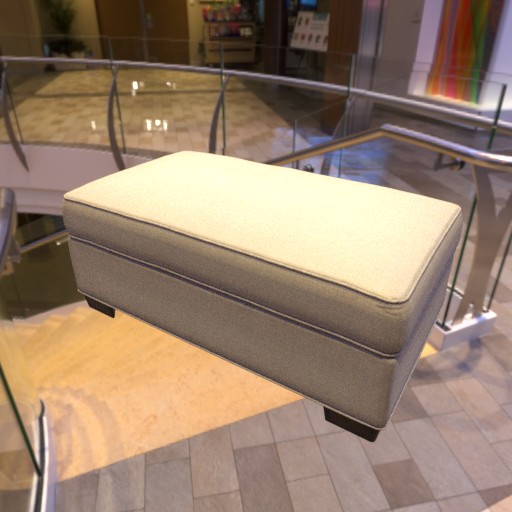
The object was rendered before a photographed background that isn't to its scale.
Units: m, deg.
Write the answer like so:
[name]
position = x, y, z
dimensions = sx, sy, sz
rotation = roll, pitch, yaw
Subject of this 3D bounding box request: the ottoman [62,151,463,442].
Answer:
[ottoman]
position = 0.000, 0.000, 1.426
dimensions = 1.097, 0.461, 0.617
rotation = 17, 34, 28
